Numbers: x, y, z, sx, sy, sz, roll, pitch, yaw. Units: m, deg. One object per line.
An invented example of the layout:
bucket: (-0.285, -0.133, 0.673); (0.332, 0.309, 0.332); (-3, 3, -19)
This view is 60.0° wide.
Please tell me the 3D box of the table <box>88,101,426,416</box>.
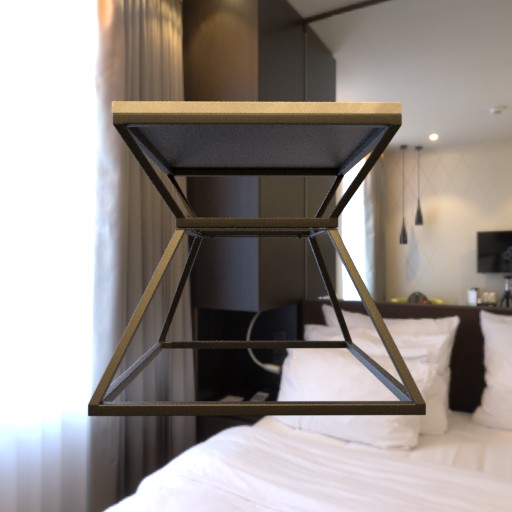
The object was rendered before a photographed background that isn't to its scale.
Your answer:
table: (0.000, 0.000, 0.822); (0.455, 0.431, 0.455); (0, 0, 0)
